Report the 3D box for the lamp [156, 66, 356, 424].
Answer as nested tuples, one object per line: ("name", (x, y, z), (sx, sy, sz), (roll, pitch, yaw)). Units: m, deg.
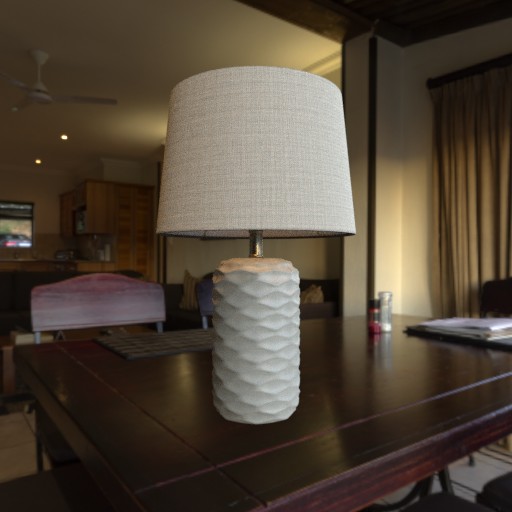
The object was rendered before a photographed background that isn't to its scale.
("lamp", (0.000, 0.000, 0.853), (0.376, 0.594, 0.376), (0, 0, 0))
